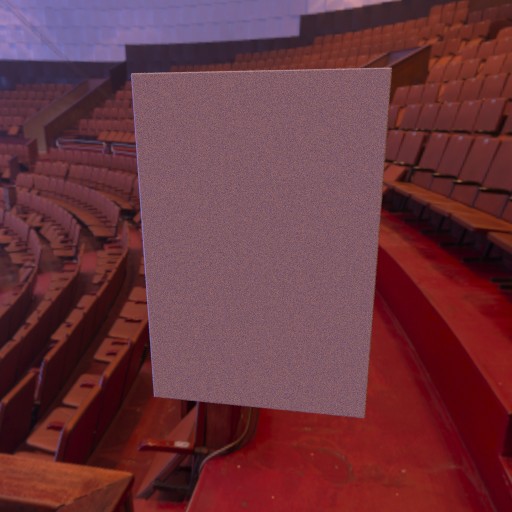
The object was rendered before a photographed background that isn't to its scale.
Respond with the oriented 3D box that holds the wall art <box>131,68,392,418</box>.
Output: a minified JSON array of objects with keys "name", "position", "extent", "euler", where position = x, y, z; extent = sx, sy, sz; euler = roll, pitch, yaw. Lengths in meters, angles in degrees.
[{"name":"wall art","position":[0.000,0.000,0.622],"extent":[0.329,0.482,0.011],"euler":[3,16,9]}]
